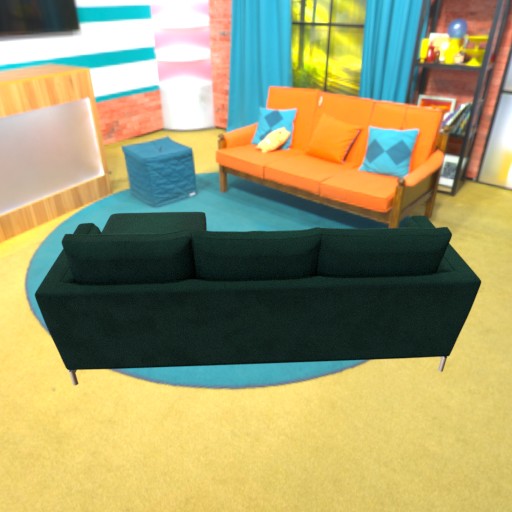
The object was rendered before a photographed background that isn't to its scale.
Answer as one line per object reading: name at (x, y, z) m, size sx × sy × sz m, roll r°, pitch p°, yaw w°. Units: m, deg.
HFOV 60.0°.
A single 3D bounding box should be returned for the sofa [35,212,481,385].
sofa at (0.000, 0.000, 3.148) m, size 2.441 × 1.007 × 1.489 m, roll -1°, pitch 31°, yaw -2°
